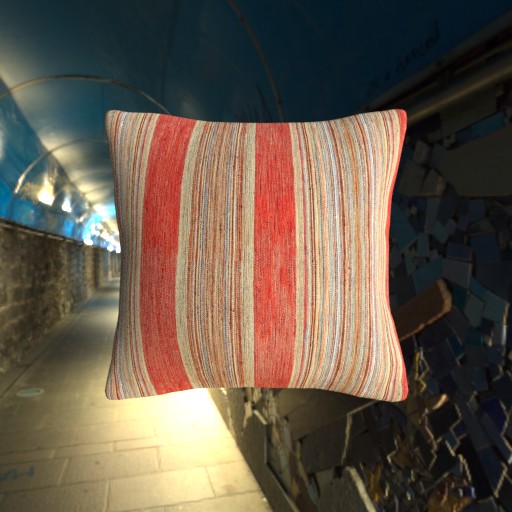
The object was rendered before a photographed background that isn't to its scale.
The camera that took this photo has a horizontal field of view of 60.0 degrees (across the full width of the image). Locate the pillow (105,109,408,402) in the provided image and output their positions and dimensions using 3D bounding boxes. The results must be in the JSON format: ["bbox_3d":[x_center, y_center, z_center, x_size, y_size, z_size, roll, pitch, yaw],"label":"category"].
[{"bbox_3d":[0.000,0.000,0.635,0.437,0.419,0.136,0,0,0],"label":"pillow"}]
